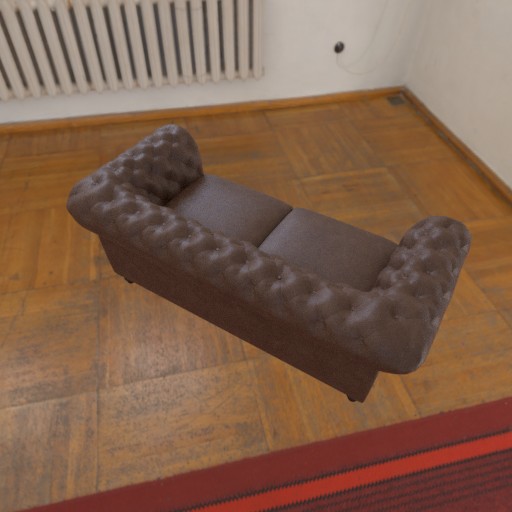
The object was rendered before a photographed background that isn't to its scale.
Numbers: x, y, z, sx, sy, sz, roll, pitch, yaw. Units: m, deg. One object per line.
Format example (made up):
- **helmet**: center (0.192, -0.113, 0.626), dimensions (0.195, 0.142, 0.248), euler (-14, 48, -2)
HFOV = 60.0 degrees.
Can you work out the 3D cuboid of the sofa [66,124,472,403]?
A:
- **sofa**: center (0.000, 0.000, 2.549), dimensions (2.048, 0.784, 0.955), euler (24, 50, 22)
